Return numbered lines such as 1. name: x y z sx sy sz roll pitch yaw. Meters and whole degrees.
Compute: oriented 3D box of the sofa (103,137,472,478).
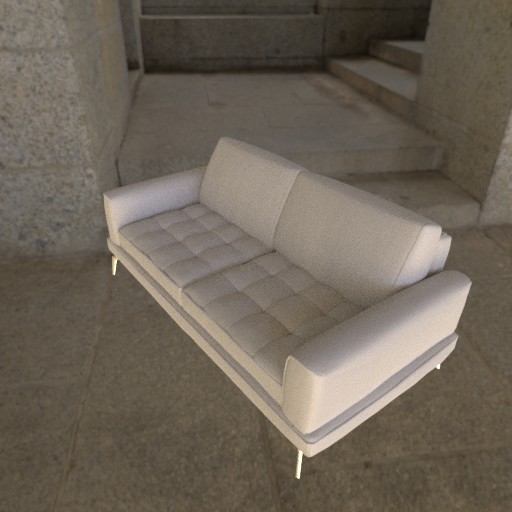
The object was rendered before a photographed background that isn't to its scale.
1. sofa: 0.000 0.000 2.661 1.121 0.930 2.177 -22 38 -31
